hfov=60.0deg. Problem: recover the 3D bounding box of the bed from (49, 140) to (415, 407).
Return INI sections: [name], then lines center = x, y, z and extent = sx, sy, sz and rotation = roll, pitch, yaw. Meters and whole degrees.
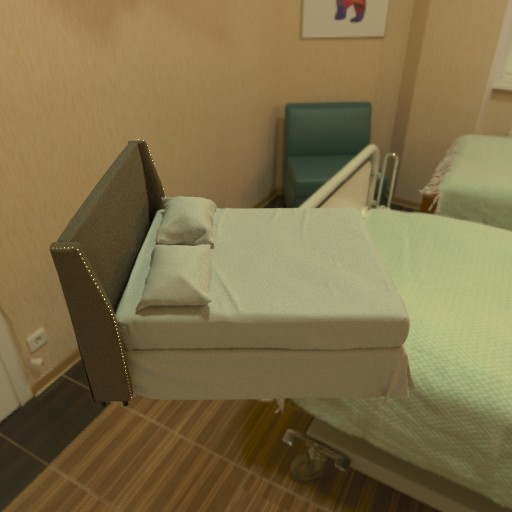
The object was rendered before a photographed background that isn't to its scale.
[bed]
center = 0.000, 0.000, 3.532
extent = 2.276, 1.332, 1.925
rotation = 0, 32, 0
